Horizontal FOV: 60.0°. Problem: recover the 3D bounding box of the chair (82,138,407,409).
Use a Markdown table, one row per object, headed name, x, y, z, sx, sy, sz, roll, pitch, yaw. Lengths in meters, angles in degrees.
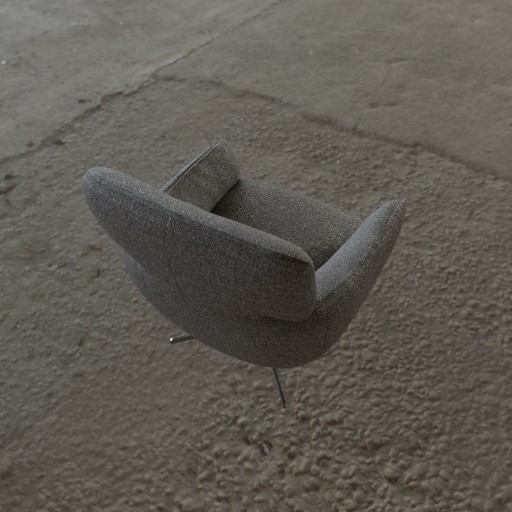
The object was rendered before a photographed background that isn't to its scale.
| name | x | y | z | sx | sy | sz | roll | pitch | yaw |
| --- | --- | --- | --- | --- | --- | --- | --- | --- | --- |
| chair | 0.000 | 0.000 | 1.363 | 0.706 | 0.812 | 0.715 | 24 | 51 | 21 |
